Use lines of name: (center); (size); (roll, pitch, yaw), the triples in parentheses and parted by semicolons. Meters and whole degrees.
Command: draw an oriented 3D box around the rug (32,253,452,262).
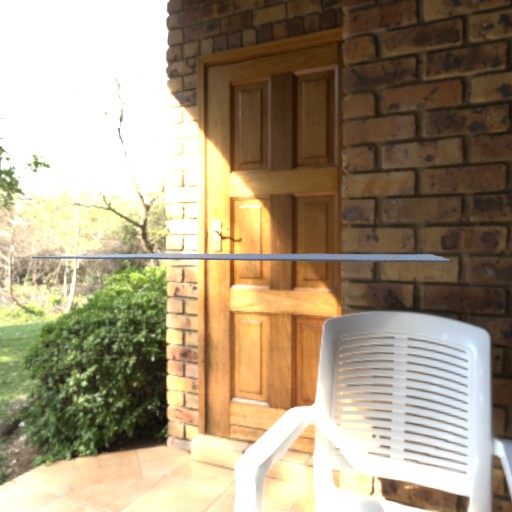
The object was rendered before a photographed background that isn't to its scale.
rug: (0.000, 0.000, 2.380); (1.835, 0.012, 1.231); (0, 1, 19)
